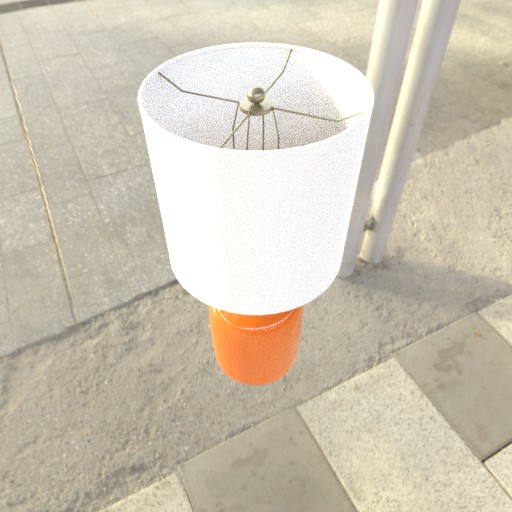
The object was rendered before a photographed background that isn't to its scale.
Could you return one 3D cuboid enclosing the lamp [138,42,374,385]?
[{"bbox_3d":[0.000,0.000,1.108,0.418,0.871,0.418,-22,50,-20],"label":"lamp"}]
